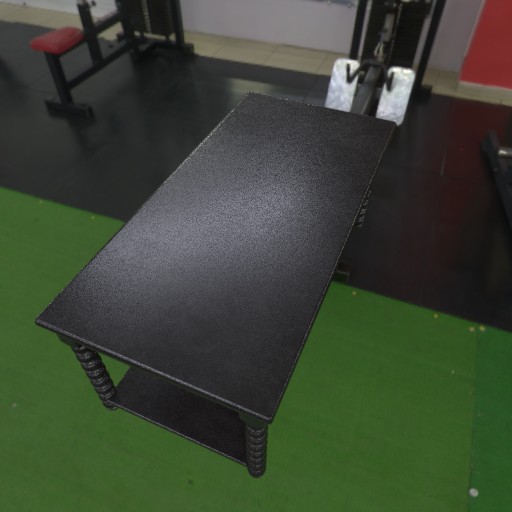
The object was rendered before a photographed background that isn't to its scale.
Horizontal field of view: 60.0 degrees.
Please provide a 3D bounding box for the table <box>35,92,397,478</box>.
[{"bbox_3d":[0.000,0.000,1.444,0.580,0.487,1.171,18,49,16],"label":"table"}]
